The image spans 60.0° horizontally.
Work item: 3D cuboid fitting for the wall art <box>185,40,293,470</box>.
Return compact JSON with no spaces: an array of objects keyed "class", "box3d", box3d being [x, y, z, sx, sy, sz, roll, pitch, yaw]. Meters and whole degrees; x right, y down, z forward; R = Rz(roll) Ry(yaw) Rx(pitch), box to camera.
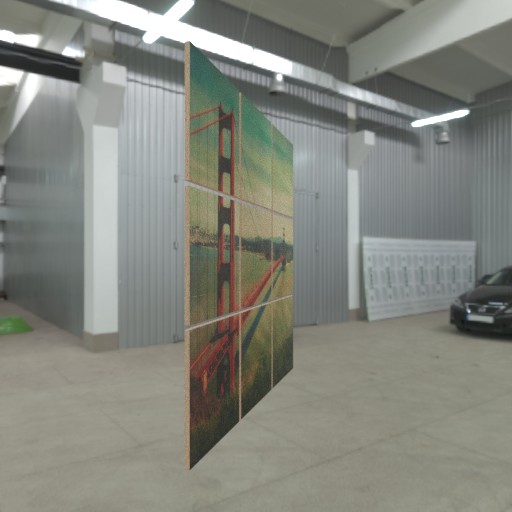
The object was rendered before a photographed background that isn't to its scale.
[{"class":"wall art","box3d":[0.000,0.000,1.374,0.012,0.910,0.917,0,0,19]}]
